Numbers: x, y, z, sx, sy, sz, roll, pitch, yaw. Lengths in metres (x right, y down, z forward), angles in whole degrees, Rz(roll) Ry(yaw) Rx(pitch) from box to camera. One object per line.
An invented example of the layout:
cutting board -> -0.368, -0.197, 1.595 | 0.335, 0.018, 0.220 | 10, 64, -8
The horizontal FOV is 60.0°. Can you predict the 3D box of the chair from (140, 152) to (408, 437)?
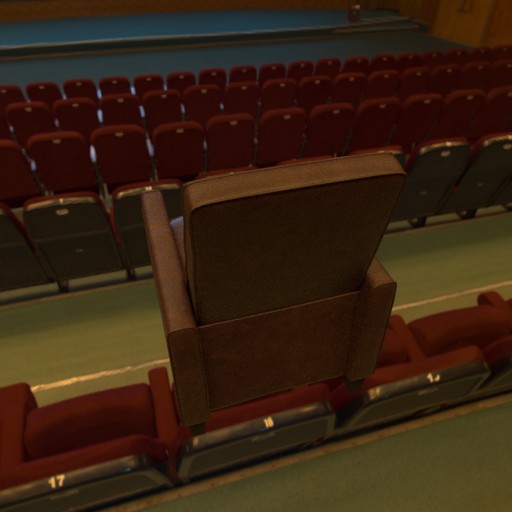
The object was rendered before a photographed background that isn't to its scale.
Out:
chair -> 0.000, 0.000, 1.526 | 0.705, 1.013, 0.746 | -11, 41, -13
